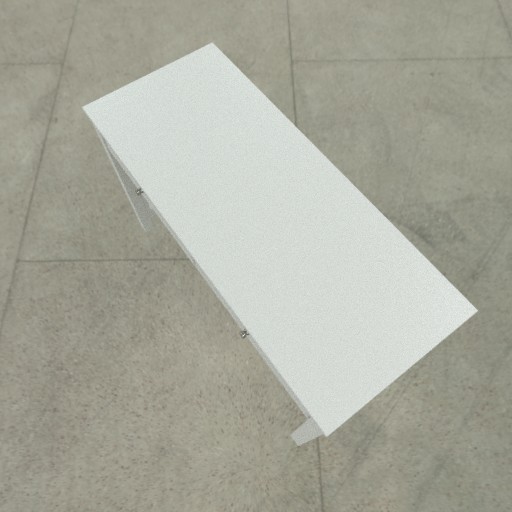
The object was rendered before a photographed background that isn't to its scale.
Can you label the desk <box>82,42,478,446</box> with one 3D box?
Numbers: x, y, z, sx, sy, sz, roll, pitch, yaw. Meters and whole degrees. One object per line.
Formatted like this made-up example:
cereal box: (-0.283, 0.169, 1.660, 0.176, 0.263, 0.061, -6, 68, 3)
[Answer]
desk: (0.000, 0.000, 1.591, 0.504, 0.762, 1.191, -34, 69, -15)
